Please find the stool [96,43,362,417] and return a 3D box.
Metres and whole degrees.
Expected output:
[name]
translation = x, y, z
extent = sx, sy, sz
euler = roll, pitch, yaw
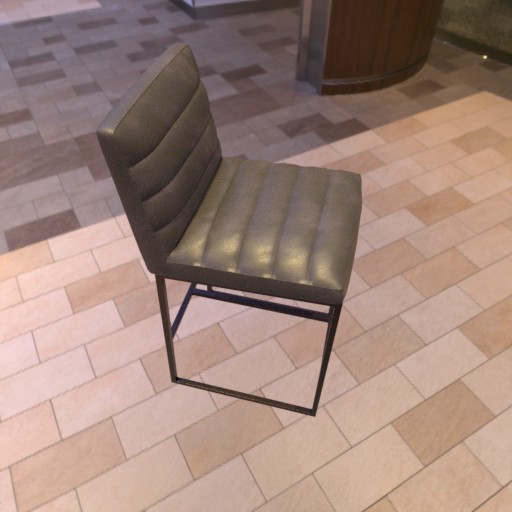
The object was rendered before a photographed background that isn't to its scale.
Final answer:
[stool]
translation = 0.000, 0.000, 1.347
extent = 0.562, 1.065, 0.463
euler = 10, 48, 9
